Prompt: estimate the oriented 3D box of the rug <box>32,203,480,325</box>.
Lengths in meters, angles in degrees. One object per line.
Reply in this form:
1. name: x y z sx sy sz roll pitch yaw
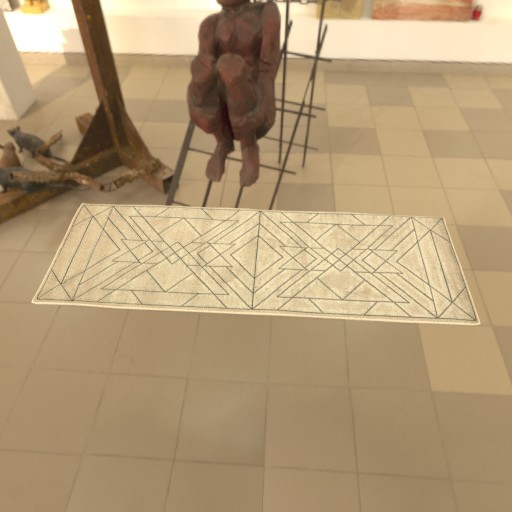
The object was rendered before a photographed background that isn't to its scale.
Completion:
1. rug: 0.000 0.000 2.620 2.381 0.036 0.831 2 47 2
